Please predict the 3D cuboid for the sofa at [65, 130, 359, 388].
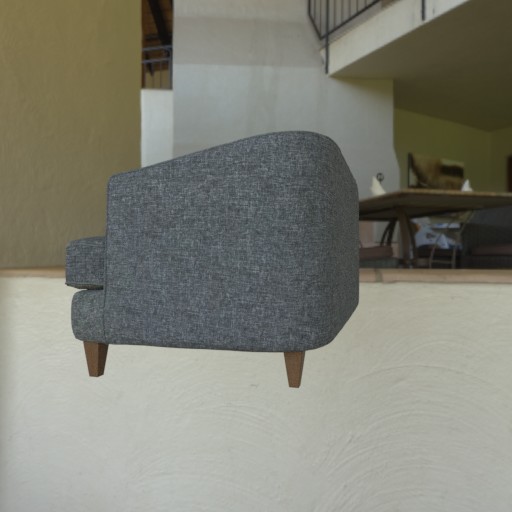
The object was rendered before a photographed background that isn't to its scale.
[{"bbox_3d":[0.000,0.000,2.235,0.941,0.855,1.733,0,0,17],"label":"sofa"}]
